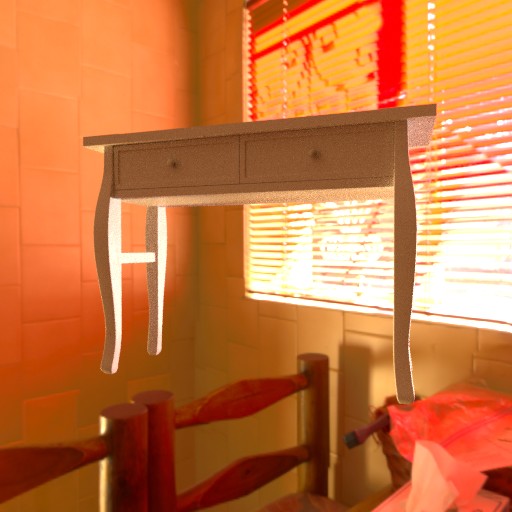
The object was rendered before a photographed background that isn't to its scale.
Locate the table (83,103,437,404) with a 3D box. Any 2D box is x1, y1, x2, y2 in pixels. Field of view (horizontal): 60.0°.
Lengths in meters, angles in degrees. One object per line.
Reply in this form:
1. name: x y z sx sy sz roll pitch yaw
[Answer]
1. table: 0.000 0.000 1.440 1.062 0.768 0.373 0 1 18
